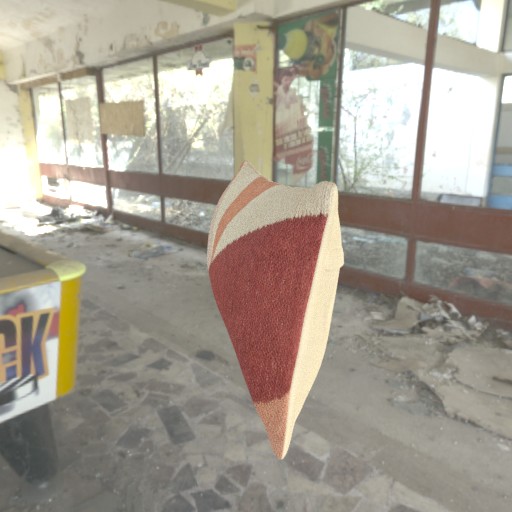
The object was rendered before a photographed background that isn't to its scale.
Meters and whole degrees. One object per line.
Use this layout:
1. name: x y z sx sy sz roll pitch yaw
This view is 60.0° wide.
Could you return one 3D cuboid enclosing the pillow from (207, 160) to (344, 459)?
1. pillow: 0.000 0.000 0.725 0.155 0.292 0.609 -2 15 -9
